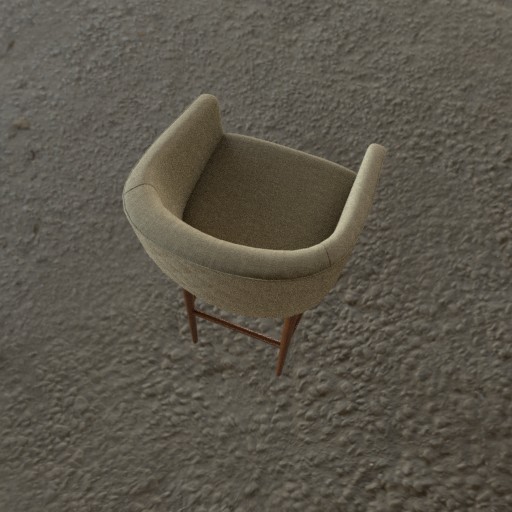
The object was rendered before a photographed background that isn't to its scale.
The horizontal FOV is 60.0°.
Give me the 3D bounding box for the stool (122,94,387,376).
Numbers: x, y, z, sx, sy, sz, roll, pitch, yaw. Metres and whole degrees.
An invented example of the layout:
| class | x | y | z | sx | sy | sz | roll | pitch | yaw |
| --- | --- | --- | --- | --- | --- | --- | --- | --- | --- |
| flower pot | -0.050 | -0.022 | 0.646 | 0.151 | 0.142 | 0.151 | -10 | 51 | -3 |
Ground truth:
| class | x | y | z | sx | sy | sz | roll | pitch | yaw |
| --- | --- | --- | --- | --- | --- | --- | --- | --- | --- |
| stool | 0.000 | 0.000 | 1.449 | 0.559 | 1.078 | 0.607 | 19 | 66 | 9 |
